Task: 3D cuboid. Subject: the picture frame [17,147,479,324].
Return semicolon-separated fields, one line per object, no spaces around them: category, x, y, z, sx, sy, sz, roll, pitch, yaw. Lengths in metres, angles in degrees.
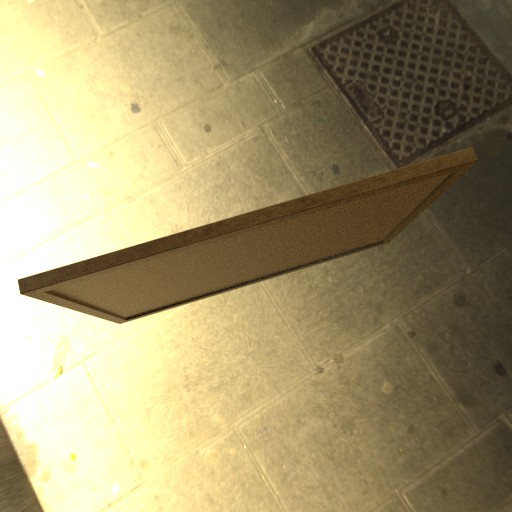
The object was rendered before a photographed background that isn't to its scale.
picture frame;0.000;0.000;1.156;0.922;0.621;0.029;-17;77;-4
